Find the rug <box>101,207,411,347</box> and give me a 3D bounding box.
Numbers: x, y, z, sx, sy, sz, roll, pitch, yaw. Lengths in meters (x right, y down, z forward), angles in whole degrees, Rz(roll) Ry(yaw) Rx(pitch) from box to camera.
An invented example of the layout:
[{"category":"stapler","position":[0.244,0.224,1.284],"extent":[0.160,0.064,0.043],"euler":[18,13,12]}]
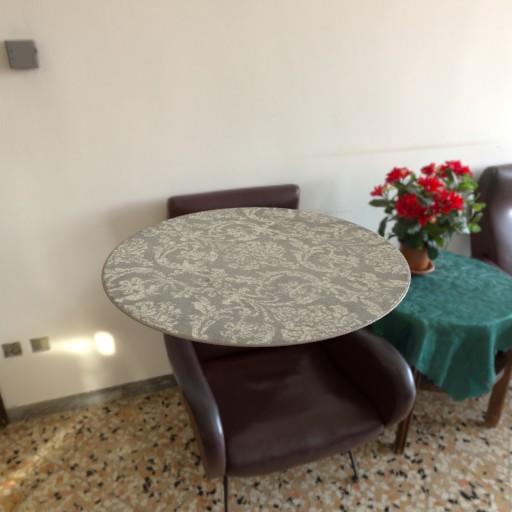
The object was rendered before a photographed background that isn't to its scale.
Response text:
[{"category":"rug","position":[0.000,0.000,2.394],"extent":[1.593,0.012,1.593],"euler":[0,25,0]}]
